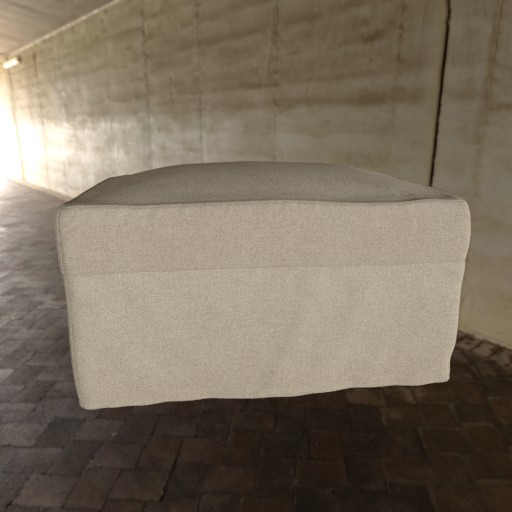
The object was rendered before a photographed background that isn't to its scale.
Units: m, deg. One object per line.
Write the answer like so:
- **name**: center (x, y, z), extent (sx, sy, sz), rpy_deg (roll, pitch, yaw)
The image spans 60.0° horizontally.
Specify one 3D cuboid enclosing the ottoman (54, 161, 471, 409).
- **ottoman**: center (0.000, 0.000, 1.199), extent (0.833, 0.485, 0.650), rpy_deg (-2, 16, -7)
